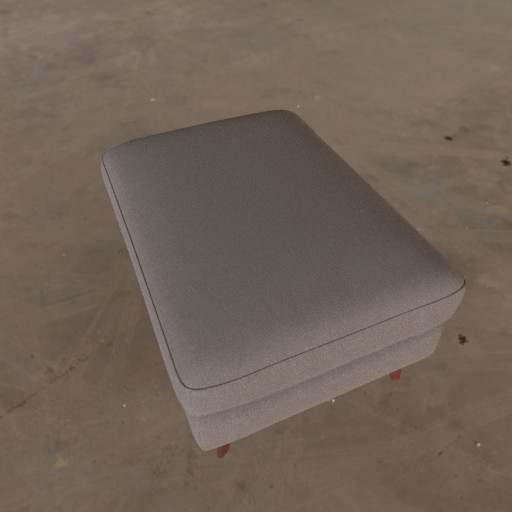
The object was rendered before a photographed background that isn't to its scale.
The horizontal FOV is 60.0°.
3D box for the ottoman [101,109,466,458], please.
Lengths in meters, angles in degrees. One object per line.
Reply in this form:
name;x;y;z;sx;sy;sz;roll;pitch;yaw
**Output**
ottoman;0.000;0.000;1.147;0.608;0.449;0.811;-17;48;-16
